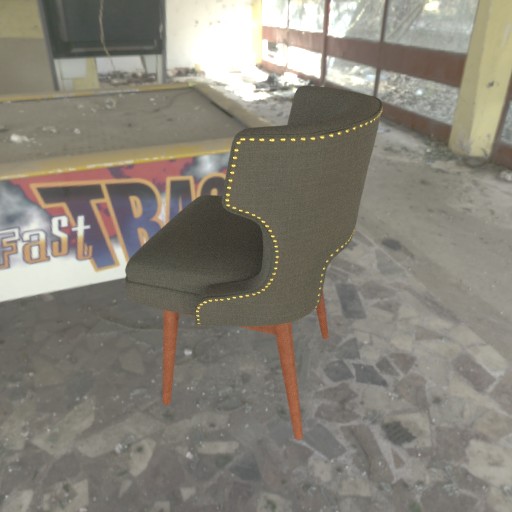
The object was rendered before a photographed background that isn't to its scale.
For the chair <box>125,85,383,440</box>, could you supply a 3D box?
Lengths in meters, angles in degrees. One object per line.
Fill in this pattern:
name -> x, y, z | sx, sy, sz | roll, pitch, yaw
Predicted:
chair -> 0.000, 0.000, 1.255 | 0.581, 0.863, 0.595 | 9, 31, 15
